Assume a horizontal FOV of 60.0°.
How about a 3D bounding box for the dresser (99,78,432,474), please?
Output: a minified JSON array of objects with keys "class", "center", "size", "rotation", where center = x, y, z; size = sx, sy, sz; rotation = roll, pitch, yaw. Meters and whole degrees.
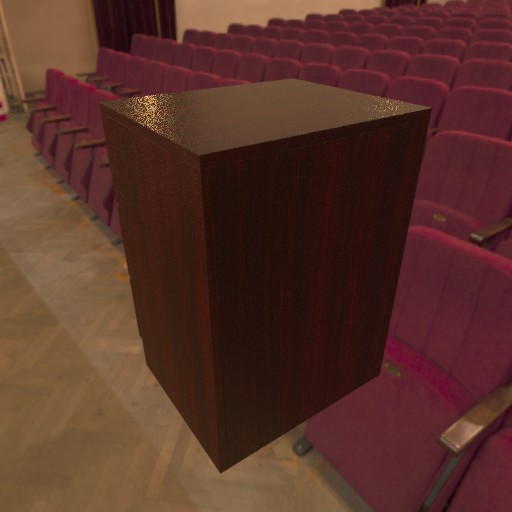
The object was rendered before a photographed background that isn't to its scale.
[{"class":"dresser","center":[0.000,0.000,0.842],"size":[0.400,0.560,0.360],"rotation":[-20,36,-30]}]
